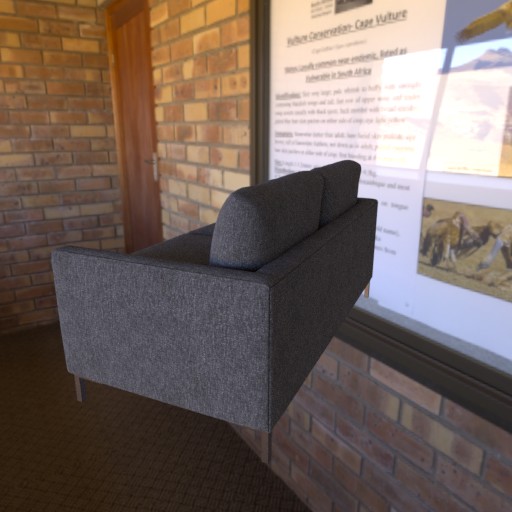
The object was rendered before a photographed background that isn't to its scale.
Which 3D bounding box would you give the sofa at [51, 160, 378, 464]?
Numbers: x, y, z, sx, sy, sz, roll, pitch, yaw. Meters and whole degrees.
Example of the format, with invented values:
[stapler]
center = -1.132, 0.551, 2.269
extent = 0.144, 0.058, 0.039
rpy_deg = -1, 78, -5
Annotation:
[sofa]
center = 0.000, 0.000, 2.180
extent = 0.866, 0.862, 1.716
rpy_deg = 7, 18, 24
